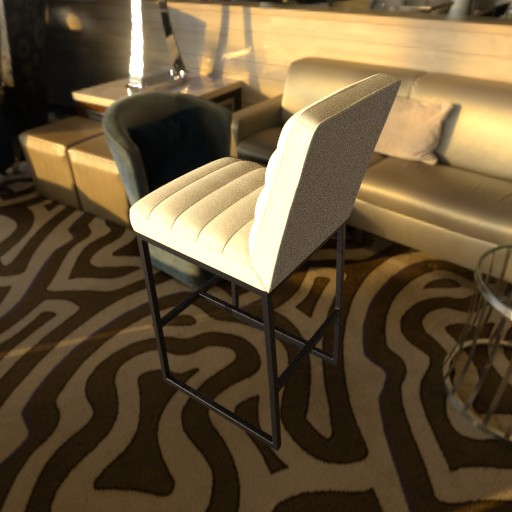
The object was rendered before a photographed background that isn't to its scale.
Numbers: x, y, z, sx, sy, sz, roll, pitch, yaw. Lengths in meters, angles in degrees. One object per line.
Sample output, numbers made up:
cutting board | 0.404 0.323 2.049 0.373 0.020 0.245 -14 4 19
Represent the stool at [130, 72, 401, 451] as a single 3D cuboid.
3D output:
stool | 0.000 0.000 1.337 0.560 1.040 0.460 21 39 28
